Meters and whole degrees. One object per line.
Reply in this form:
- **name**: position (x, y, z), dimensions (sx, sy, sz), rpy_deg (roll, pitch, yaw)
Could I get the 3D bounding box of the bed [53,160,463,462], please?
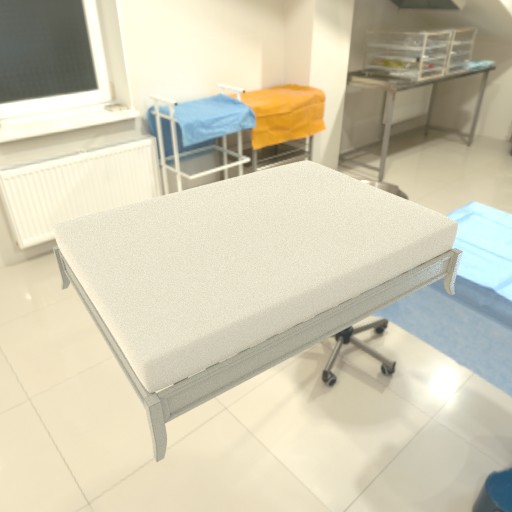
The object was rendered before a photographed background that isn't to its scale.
- **bed**: position (0.000, 0.000, 2.637), dimensions (1.985, 0.510, 1.460), rpy_deg (-20, 37, -29)
